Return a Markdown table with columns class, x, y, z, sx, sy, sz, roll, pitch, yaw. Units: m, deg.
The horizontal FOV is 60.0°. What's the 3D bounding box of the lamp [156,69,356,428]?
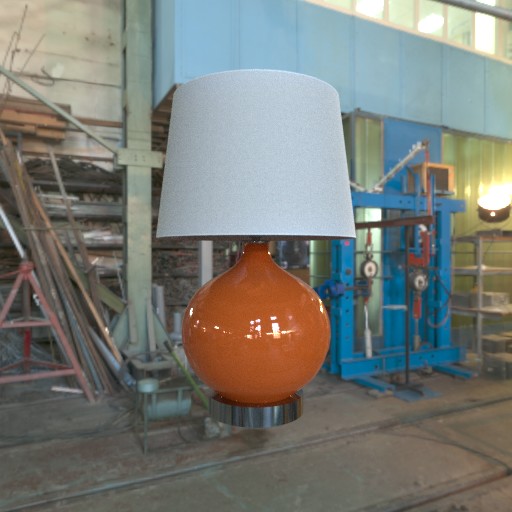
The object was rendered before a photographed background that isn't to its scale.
| class | x | y | z | sx | sy | sz | roll | pitch | yaw |
| --- | --- | --- | --- | --- | --- | --- | --- | --- | --- |
| lamp | 0.000 | 0.000 | 0.559 | 0.247 | 0.387 | 0.247 | 0 | 0 | 0 |
